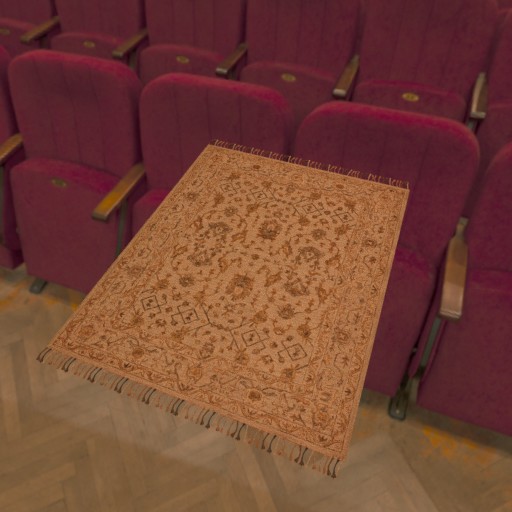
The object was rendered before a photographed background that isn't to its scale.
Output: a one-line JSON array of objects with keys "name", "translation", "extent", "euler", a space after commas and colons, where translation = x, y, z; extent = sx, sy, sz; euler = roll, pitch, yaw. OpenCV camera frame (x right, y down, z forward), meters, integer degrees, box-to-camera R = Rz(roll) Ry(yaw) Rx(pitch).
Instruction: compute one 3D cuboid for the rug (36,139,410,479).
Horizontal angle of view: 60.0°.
[{"name": "rug", "translation": [0.000, 0.000, 2.200], "extent": [1.278, 0.009, 1.726], "euler": [16, 50, 14]}]
